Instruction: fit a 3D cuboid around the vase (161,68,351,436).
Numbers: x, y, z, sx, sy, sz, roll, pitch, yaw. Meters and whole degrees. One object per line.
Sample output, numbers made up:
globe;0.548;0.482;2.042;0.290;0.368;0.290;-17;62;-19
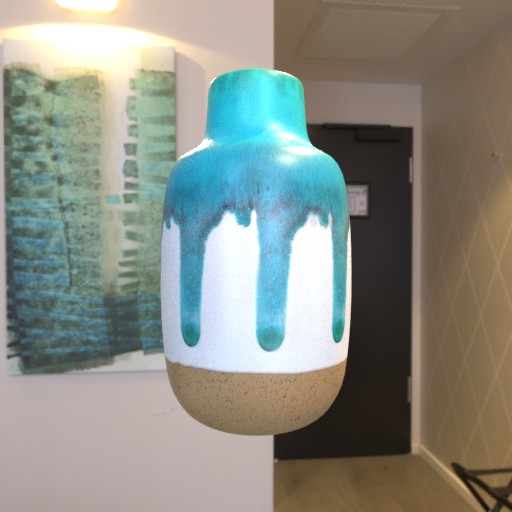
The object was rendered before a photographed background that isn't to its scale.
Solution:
vase;0.000;0.000;0.251;0.106;0.192;0.106;0;1;0
